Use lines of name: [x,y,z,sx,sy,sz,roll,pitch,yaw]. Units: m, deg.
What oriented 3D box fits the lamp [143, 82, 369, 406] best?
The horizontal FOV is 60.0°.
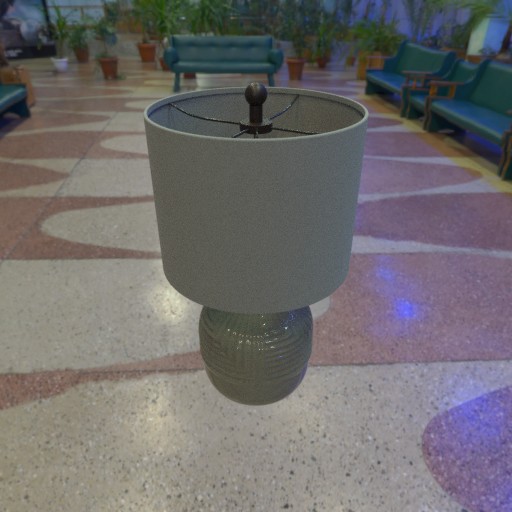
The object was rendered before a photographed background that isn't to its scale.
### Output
lamp: [0.000,0.000,0.767,0.318,0.567,0.318,0,31,0]
